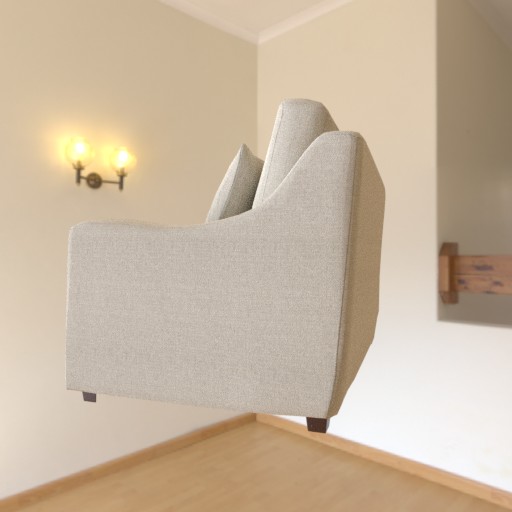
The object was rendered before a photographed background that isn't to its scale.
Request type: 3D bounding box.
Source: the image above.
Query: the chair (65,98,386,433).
[{"bbox_3d":[0.000,0.000,1.893,1.009,1.016,1.178,0,0,19],"label":"chair"}]
